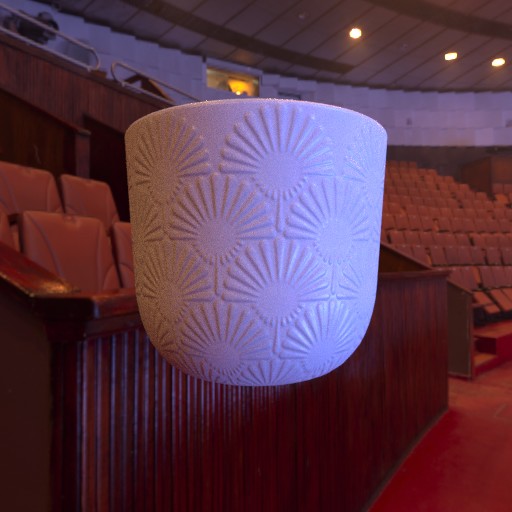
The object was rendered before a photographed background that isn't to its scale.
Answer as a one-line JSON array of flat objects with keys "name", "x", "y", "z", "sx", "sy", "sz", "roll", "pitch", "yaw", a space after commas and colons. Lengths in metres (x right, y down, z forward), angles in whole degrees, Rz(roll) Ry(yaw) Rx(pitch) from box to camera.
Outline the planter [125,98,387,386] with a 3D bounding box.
[{"name": "planter", "x": 0.000, "y": 0.000, "z": 0.298, "sx": 0.170, "sy": 0.152, "sz": 0.170, "roll": 0, "pitch": 0, "yaw": 0}]
